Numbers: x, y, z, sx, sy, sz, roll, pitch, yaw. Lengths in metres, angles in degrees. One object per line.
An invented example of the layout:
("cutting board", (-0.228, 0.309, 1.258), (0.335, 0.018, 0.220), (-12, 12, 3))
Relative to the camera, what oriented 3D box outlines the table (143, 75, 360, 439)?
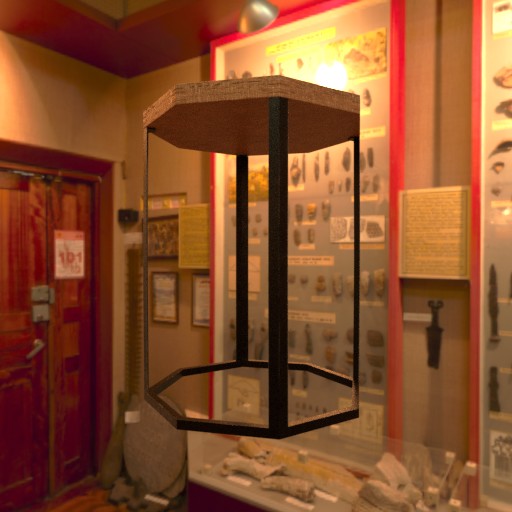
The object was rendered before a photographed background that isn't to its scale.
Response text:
("table", (0.000, 0.000, 0.887), (0.437, 0.553, 0.437), (1, 1, 36))
